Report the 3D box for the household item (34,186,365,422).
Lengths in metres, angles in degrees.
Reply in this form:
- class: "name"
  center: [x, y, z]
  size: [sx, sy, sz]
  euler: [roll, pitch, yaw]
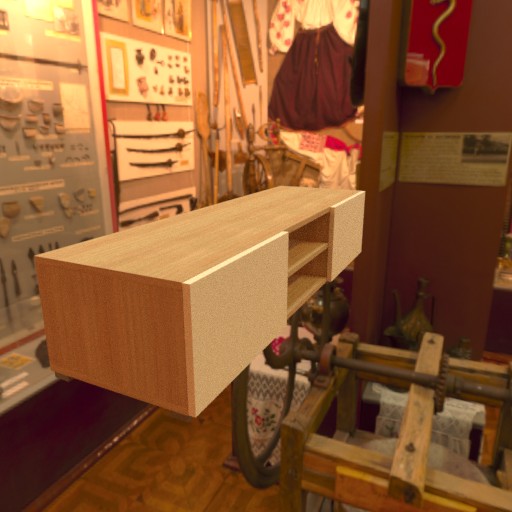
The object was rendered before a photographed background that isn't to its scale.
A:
- class: "household item"
  center: [0.000, 0.000, 1.552]
  size: [0.420, 0.310, 1.400]
  euler: [8, 18, 25]
